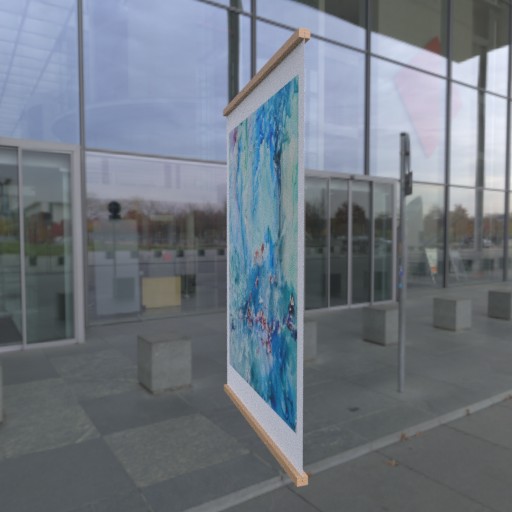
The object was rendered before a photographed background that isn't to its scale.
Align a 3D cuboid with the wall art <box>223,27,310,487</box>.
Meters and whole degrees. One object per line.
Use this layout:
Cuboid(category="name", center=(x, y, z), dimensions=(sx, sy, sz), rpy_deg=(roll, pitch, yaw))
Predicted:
Cuboid(category="wall art", center=(0.000, 0.000, 0.782), dimensions=(0.016, 0.611, 0.401), rpy_deg=(-1, 3, -18))
